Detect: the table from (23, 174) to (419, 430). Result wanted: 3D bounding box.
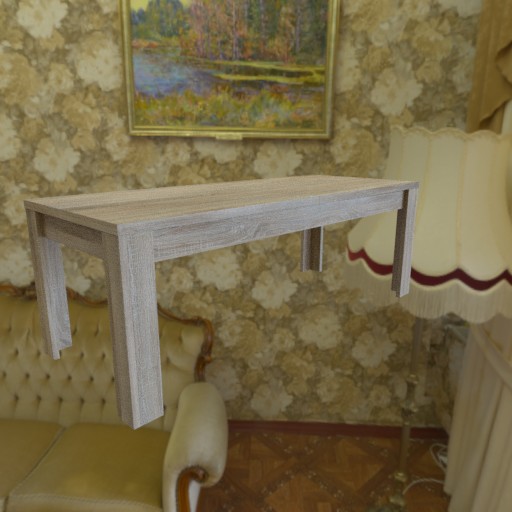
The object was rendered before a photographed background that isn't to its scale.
[{"bbox_3d":[0.000,0.000,2.632,2.200,0.790,0.900,-14,20,-43],"label":"table"}]
